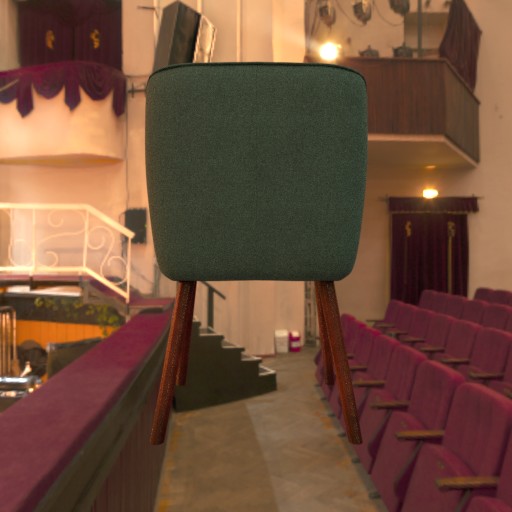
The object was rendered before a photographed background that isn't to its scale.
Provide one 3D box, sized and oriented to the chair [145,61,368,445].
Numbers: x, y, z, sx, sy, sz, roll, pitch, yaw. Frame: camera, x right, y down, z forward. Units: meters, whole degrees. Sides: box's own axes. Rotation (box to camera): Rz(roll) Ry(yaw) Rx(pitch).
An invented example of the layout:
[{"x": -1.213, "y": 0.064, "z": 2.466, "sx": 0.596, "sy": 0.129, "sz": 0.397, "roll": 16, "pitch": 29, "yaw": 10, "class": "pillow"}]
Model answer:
[{"x": 0.000, "y": 0.000, "z": 1.160, "sx": 0.543, "sy": 0.803, "sz": 0.519, "roll": 0, "pitch": 0, "yaw": 0, "class": "chair"}]
